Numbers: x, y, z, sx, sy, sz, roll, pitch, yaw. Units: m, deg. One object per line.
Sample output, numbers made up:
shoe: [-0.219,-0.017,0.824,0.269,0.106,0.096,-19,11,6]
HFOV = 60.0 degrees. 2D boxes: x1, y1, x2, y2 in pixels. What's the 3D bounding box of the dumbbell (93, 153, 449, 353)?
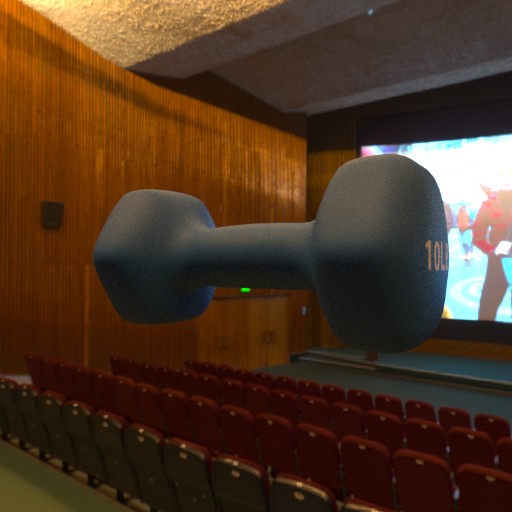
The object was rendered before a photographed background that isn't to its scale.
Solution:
dumbbell: [0.000,0.000,0.268,0.212,0.093,0.103,-1,-1,36]
